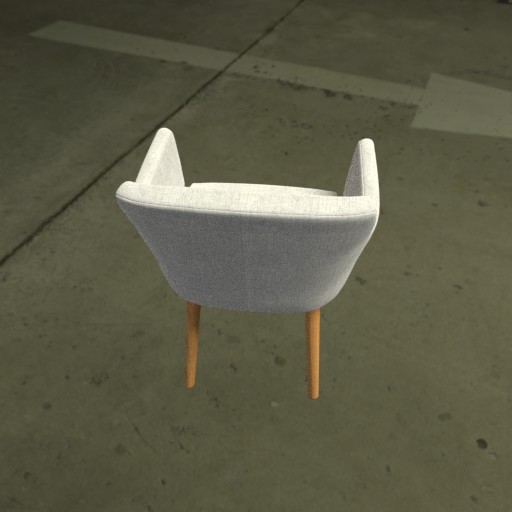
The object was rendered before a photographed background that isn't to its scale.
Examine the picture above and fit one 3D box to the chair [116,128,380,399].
[{"bbox_3d":[0.000,0.000,1.190,0.570,0.780,0.540,4,46,4],"label":"chair"}]
